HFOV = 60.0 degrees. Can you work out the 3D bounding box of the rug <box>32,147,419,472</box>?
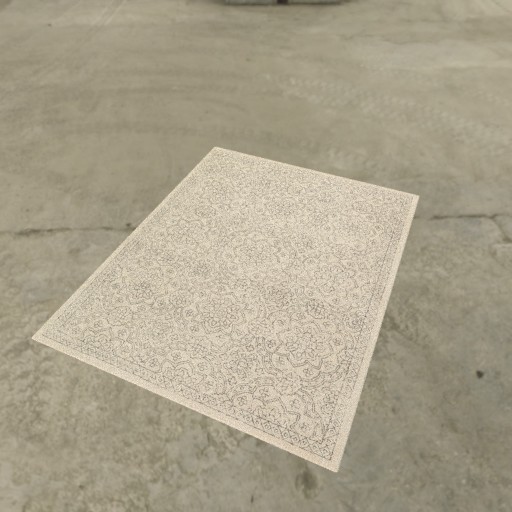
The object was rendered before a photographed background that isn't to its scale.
[{"bbox_3d":[0.000,0.000,4.055,2.441,0.015,3.050,17,47,17],"label":"rug"}]
